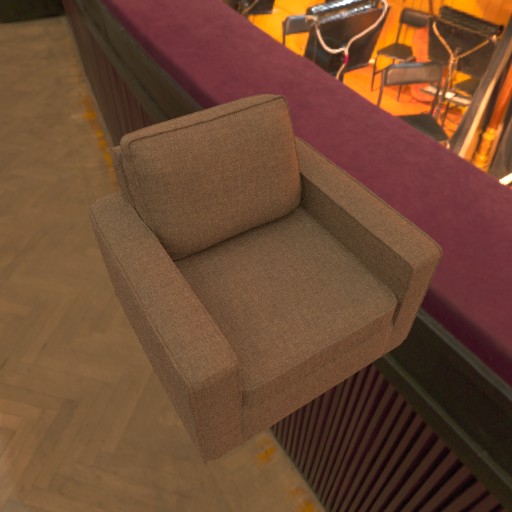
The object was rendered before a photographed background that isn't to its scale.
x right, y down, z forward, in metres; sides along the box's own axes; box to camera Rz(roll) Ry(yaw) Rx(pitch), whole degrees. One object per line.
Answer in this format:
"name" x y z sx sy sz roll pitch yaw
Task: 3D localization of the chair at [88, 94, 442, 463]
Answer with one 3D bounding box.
"chair" 0.000 0.000 1.723 1.016 0.914 0.940 -24 51 -22
